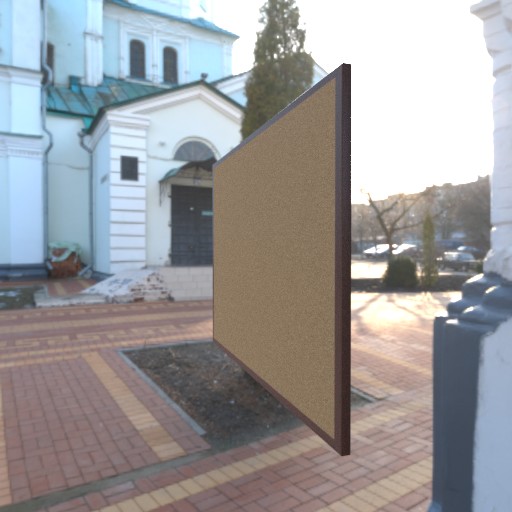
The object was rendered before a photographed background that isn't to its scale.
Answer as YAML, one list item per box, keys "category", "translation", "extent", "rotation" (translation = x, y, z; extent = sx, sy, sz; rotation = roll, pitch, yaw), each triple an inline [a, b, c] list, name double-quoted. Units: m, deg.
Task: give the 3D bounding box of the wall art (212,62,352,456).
- category: "wall art"
  translation: [0.000, 0.000, 0.826]
  extent: [0.014, 0.455, 0.660]
  rotation: [0, 1, -19]
